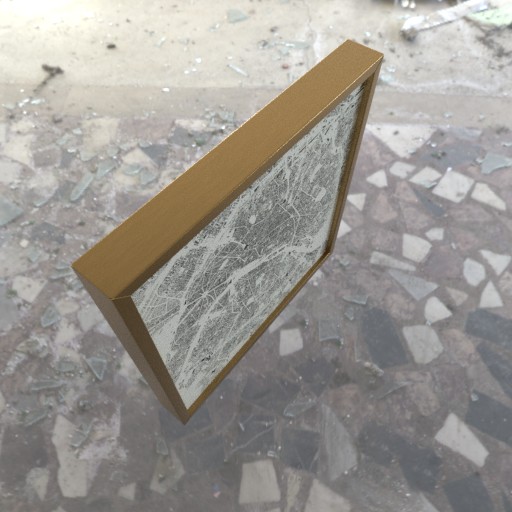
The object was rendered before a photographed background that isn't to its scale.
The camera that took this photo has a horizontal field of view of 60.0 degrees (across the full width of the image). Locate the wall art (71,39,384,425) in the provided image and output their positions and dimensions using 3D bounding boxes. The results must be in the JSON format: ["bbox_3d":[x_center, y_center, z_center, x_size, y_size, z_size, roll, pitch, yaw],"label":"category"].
[{"bbox_3d":[0.000,0.000,0.447,0.037,0.305,0.305,34,63,20],"label":"wall art"}]
